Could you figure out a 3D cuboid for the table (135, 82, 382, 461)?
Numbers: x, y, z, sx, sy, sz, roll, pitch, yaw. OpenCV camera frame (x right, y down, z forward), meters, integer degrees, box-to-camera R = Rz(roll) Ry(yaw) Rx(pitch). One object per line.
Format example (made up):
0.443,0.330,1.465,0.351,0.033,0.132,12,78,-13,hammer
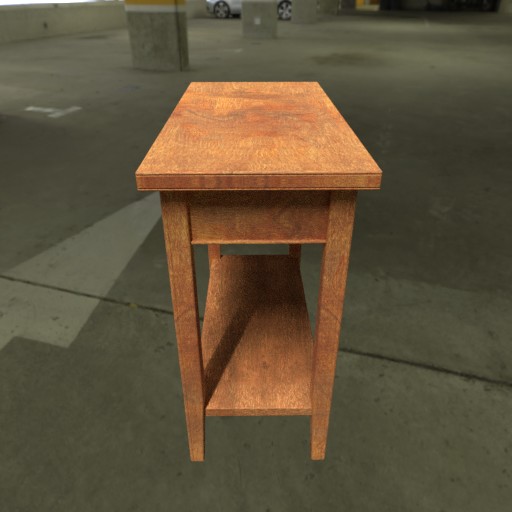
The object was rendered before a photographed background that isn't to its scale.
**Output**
0.000,0.000,0.962,0.305,0.610,0.610,0,31,-1,table
